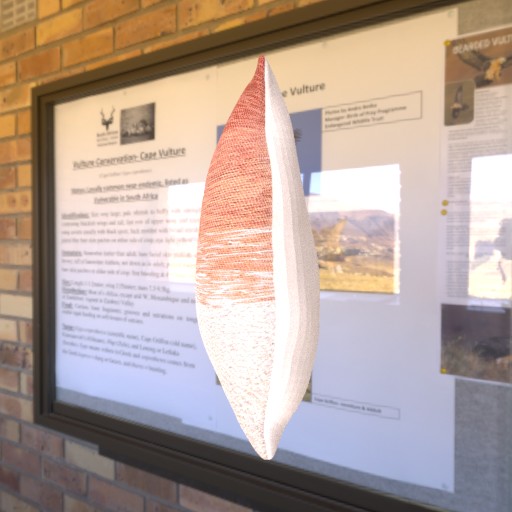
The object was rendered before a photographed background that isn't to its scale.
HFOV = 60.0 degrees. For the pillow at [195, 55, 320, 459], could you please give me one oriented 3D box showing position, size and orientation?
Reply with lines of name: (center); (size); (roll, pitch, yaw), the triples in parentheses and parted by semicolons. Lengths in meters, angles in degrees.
pillow: (0.000, 0.000, 0.680); (0.182, 0.441, 0.440); (0, 1, -1)
